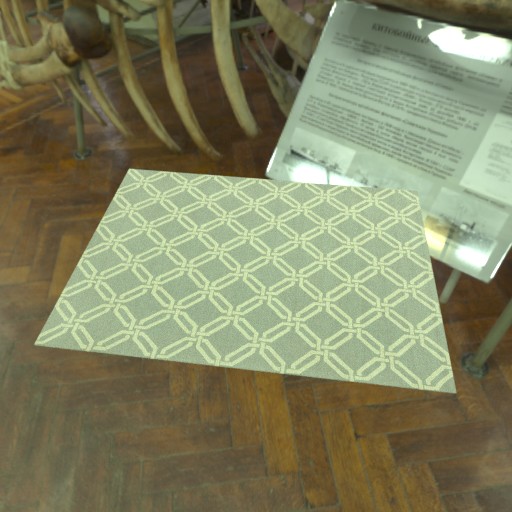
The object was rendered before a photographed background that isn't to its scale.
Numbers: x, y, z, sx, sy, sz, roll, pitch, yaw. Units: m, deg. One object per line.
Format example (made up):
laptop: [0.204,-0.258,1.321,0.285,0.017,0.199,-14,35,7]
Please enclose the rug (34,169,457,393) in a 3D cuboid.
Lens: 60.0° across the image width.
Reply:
rug: [0.000,0.000,4.310,3.353,0.013,2.438,5,47,5]
